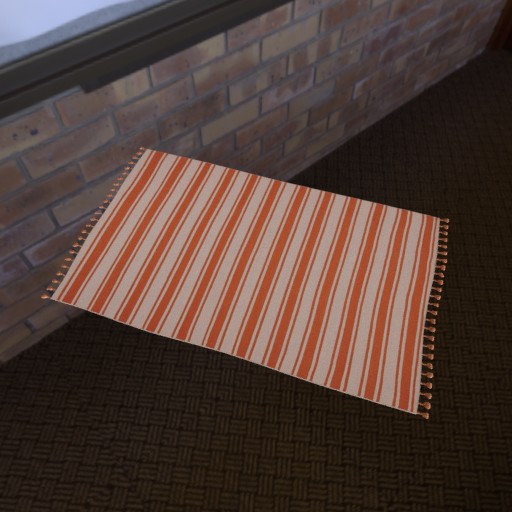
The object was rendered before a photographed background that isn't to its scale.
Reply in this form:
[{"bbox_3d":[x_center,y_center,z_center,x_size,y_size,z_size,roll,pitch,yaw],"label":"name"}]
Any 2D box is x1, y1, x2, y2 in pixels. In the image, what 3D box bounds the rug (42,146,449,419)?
[{"bbox_3d":[0.000,0.000,2.550,2.092,0.017,1.232,15,58,10],"label":"rug"}]
